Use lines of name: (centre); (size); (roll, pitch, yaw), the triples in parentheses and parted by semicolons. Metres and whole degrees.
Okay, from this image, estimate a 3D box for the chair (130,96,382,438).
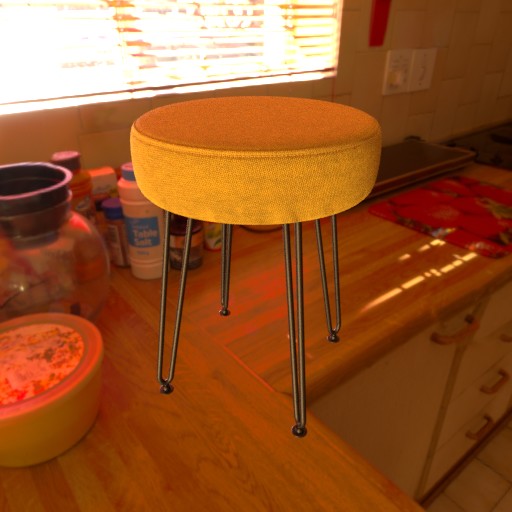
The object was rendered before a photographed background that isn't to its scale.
chair: (0.000, 0.000, 0.718); (0.345, 0.455, 0.345); (11, 31, 19)
